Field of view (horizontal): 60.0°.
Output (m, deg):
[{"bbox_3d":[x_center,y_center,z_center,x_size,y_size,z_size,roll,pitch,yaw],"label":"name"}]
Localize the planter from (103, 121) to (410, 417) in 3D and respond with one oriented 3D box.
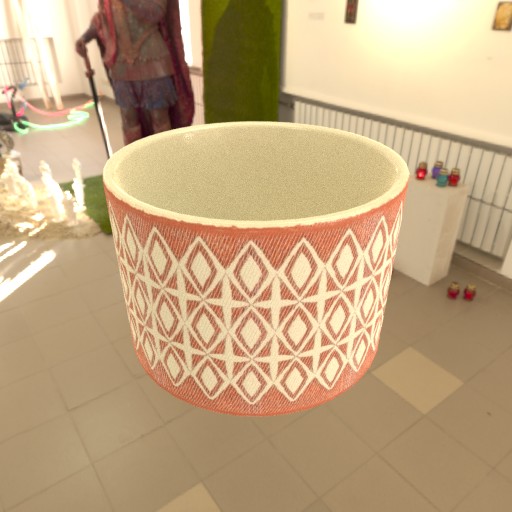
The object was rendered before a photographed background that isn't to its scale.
[{"bbox_3d":[0.000,0.000,0.326,0.192,0.148,0.192,0,31,0],"label":"planter"}]
